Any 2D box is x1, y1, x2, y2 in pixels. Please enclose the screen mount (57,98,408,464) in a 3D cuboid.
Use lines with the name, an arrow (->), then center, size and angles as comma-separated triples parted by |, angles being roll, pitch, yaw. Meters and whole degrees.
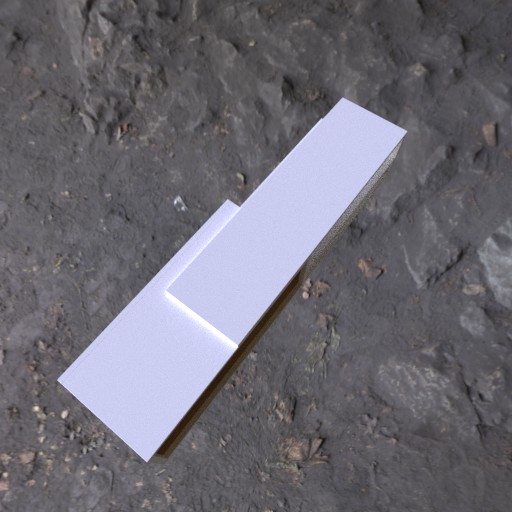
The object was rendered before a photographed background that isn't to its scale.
screen mount -> 0.000, 0.000, 1.875 | 0.420, 0.320, 1.680 | 34, 68, 16
